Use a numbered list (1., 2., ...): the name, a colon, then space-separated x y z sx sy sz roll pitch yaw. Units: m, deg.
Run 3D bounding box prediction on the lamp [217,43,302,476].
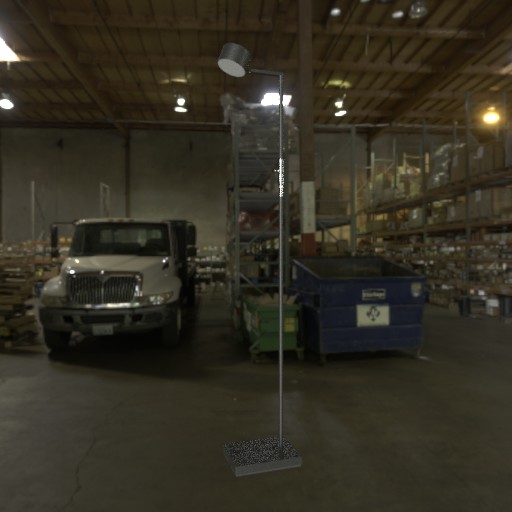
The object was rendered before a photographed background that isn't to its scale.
1. lamp: 0.000 0.000 1.728 0.304 1.600 0.203 0 0 -18
